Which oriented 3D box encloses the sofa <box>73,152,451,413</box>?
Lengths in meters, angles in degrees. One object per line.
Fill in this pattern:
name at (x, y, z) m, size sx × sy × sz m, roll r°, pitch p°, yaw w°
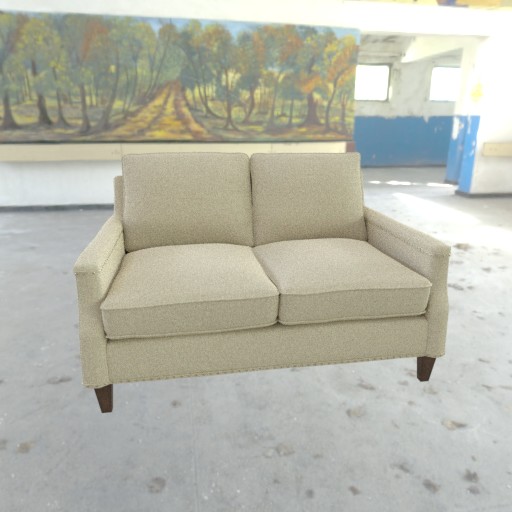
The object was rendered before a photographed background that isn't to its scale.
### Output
sofa at (0.000, 0.000, 2.284) m, size 1.597 × 1.003 × 1.084 m, roll -3°, pitch 18°, yaw -9°
